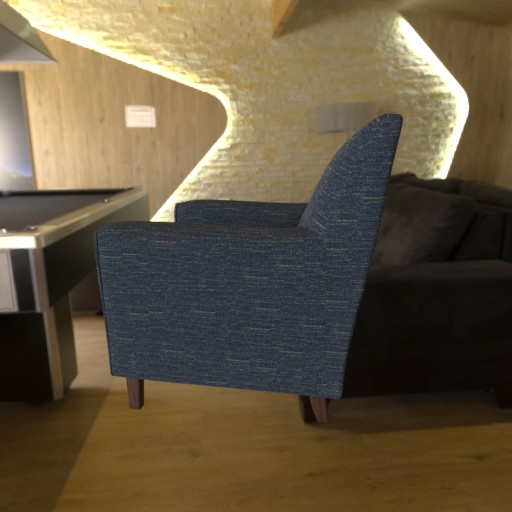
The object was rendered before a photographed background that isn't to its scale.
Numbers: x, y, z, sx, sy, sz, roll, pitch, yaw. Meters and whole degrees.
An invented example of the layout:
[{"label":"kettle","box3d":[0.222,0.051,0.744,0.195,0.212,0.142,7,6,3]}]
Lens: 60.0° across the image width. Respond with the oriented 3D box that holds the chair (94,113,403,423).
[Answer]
[{"label":"chair","box3d":[0.000,0.000,1.645,0.873,0.928,0.864,2,13,10]}]
